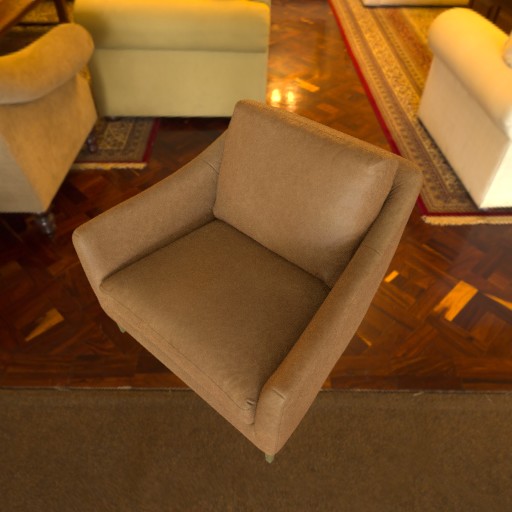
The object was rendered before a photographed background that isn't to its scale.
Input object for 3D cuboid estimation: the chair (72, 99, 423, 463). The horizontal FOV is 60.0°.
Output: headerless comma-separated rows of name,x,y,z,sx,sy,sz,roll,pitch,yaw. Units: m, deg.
chair,0.000,0.000,1.710,0.988,0.895,0.963,32,53,28
